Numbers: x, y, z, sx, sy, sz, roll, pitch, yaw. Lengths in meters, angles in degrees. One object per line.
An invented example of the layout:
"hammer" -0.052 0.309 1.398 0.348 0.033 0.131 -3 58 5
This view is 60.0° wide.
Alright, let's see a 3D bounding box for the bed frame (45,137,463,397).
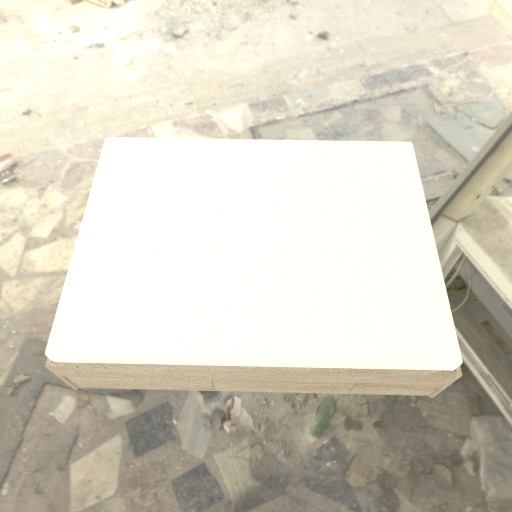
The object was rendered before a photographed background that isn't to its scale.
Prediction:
"bed frame" 0.000 0.000 2.572 1.944 0.490 1.448 1 58 1
